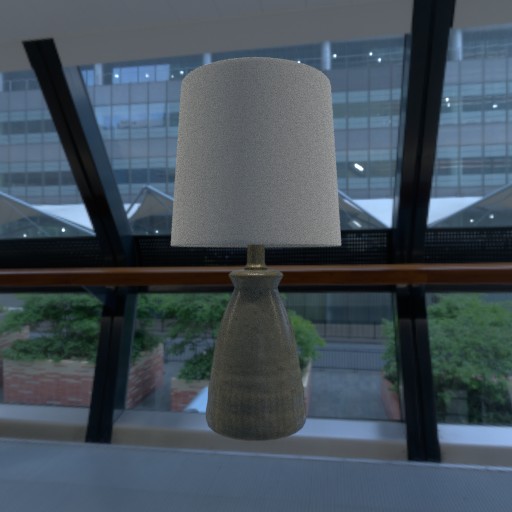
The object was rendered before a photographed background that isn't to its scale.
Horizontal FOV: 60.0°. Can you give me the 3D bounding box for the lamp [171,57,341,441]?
[{"bbox_3d":[0.000,0.000,0.494,0.186,0.369,0.186,0,0,0],"label":"lamp"}]
